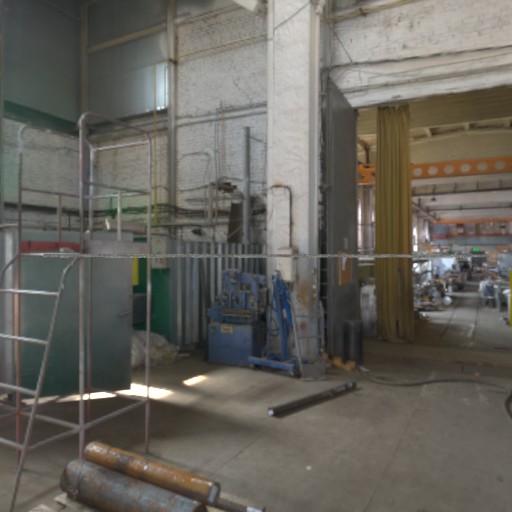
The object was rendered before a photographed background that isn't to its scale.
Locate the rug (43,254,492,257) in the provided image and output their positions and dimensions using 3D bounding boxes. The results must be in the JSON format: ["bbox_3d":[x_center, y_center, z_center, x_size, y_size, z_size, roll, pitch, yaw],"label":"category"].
[{"bbox_3d":[0.000,0.000,2.274,1.819,0.012,1.208,0,0,-18],"label":"rug"}]
